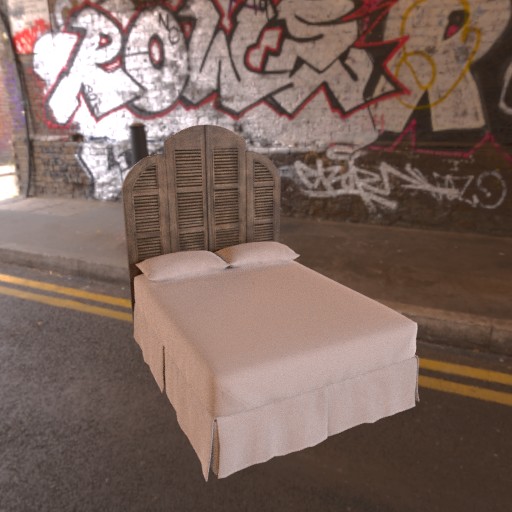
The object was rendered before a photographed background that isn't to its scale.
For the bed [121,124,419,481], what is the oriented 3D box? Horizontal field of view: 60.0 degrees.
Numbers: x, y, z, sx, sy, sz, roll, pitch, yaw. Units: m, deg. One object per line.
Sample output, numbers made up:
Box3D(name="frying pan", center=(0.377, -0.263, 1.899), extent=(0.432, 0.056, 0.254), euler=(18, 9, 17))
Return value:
Box3D(name="bed", center=(0.000, 0.000, 3.554), extent=(1.713, 2.019, 2.138), euler=(-8, 18, -26))
